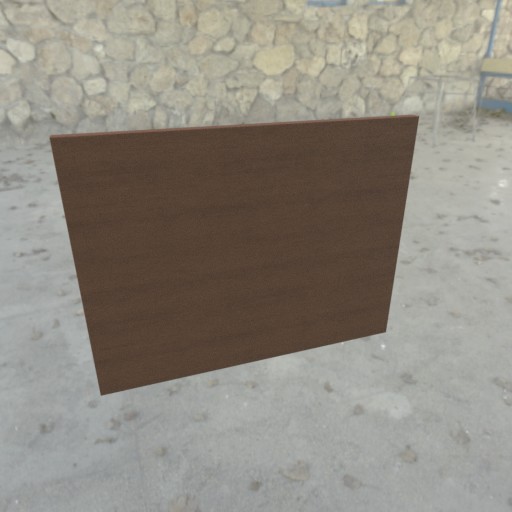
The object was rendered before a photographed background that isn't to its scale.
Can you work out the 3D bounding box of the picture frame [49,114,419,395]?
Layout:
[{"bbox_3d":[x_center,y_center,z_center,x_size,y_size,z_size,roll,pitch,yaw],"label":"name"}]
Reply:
[{"bbox_3d":[0.000,0.000,1.766,1.329,1.018,0.045,-8,27,-17],"label":"picture frame"}]
